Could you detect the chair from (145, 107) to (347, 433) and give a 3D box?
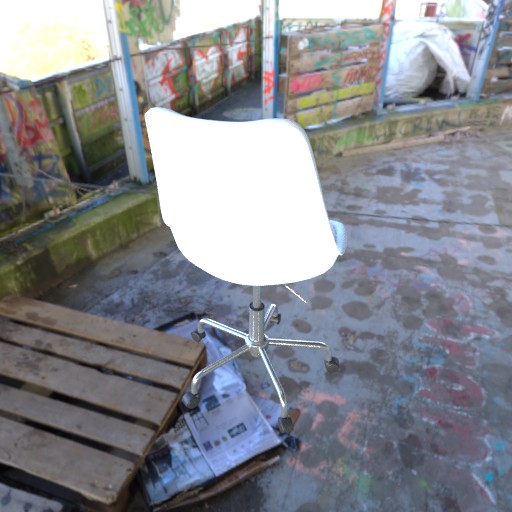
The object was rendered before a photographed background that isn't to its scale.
[{"bbox_3d":[0.000,0.000,1.271,0.550,0.930,0.550,10,34,15],"label":"chair"}]
